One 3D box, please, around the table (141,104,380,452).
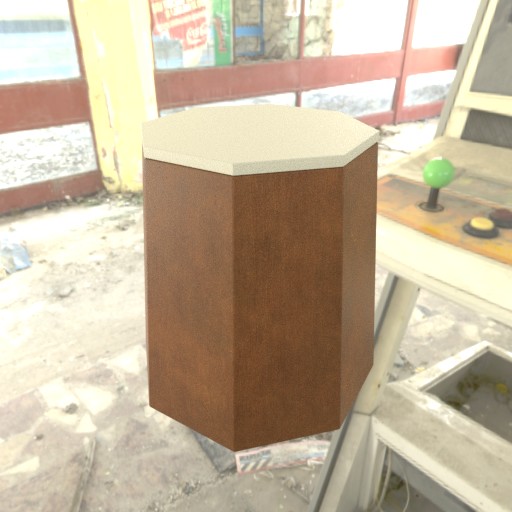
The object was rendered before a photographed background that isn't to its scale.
[{"bbox_3d":[0.000,0.000,0.794,0.439,0.457,0.439,-8,30,-14],"label":"table"}]
